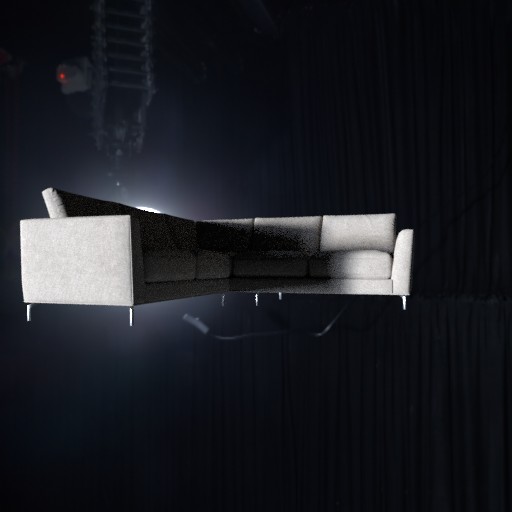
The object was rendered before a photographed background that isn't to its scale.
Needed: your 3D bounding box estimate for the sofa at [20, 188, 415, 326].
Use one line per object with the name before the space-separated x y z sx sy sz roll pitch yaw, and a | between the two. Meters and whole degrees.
sofa | 0.000 0.000 3.565 2.438 0.864 2.438 0 -1 18
